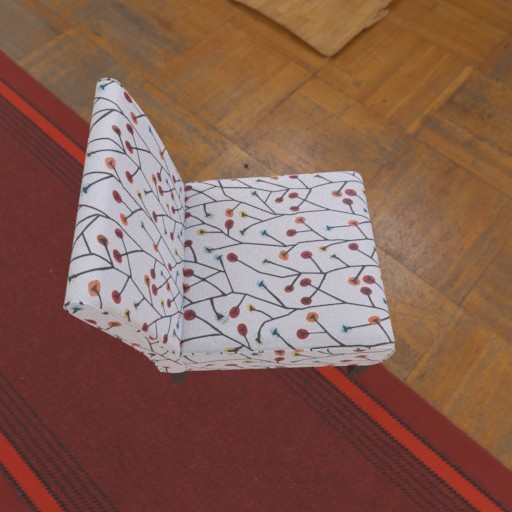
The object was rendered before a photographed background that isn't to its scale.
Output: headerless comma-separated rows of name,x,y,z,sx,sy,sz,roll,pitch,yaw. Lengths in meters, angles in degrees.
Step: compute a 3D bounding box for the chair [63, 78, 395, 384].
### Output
chair,0.000,0.000,1.280,0.732,0.813,0.597,-3,63,-1
